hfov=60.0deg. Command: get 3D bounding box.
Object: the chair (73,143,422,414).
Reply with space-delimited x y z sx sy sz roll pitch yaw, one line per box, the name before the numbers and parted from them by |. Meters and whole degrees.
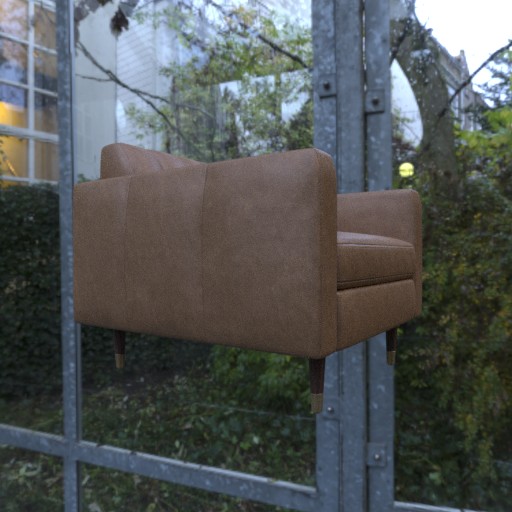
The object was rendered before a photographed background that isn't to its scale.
chair | 0.000 0.000 1.647 0.998 0.819 0.953 0 0 35
